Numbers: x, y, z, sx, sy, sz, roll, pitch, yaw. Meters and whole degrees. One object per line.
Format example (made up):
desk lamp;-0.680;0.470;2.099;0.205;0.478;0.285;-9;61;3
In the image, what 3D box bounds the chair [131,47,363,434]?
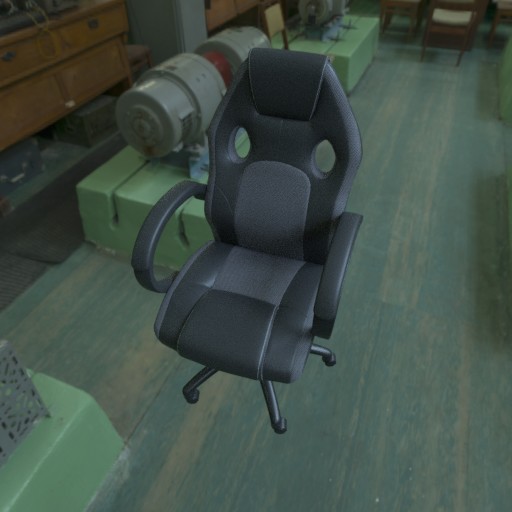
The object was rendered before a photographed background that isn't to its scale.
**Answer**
chair;0.000;0.000;1.552;0.673;1.187;0.724;13;42;15
